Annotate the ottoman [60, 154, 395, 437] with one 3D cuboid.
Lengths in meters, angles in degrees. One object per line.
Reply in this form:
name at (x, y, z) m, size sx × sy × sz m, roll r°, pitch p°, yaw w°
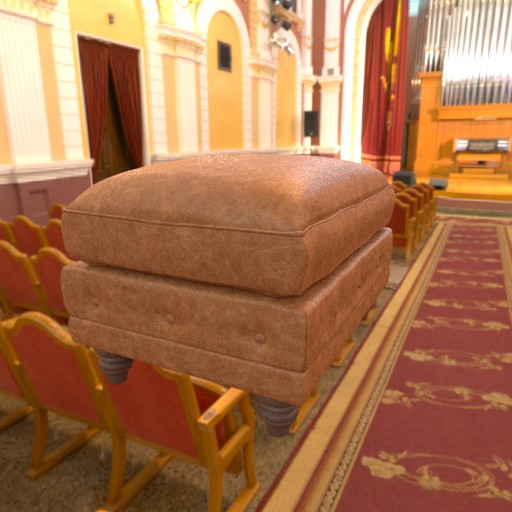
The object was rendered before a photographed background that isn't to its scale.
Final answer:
ottoman at (0.000, 0.000, 1.076) m, size 0.533 × 0.480 × 0.710 m, roll 8°, pitch 17°, yaw 26°
